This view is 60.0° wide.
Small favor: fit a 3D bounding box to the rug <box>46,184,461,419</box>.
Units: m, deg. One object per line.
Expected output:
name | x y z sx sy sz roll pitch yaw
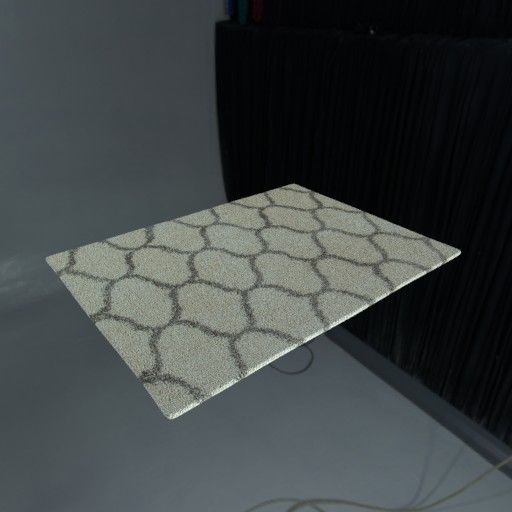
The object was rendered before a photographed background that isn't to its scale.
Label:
rug | 0.000 0.000 2.122 1.600 0.025 1.200 -21 36 -33
